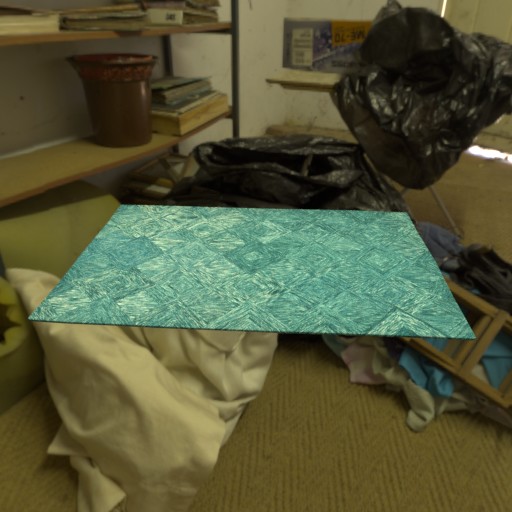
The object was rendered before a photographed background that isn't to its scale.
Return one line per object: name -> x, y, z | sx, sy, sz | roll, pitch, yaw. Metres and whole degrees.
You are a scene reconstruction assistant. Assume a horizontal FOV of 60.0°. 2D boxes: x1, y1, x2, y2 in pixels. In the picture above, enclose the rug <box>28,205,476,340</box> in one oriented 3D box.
rug -> 0.000, 0.000, 2.176 | 1.728, 0.017, 1.136 | 2, 30, 3
